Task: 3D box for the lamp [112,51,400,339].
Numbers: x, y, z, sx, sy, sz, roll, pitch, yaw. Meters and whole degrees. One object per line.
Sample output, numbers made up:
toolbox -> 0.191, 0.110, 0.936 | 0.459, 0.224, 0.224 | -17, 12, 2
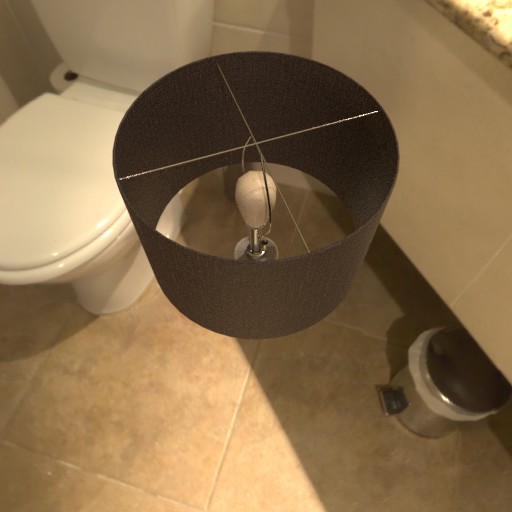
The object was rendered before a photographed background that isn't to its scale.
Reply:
lamp -> 0.000, 0.000, 0.682 | 0.303, 0.488, 0.303 | 0, 60, 0
